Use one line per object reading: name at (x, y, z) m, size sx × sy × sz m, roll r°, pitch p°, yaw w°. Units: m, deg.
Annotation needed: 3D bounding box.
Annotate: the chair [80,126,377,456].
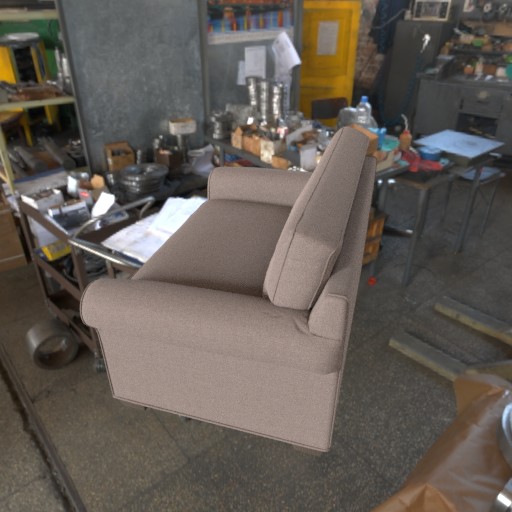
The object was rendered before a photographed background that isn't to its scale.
chair at (0.000, 0.000, 2.028) m, size 0.930 × 0.930 × 1.390 m, roll 9°, pitch 32°, yaw 14°
